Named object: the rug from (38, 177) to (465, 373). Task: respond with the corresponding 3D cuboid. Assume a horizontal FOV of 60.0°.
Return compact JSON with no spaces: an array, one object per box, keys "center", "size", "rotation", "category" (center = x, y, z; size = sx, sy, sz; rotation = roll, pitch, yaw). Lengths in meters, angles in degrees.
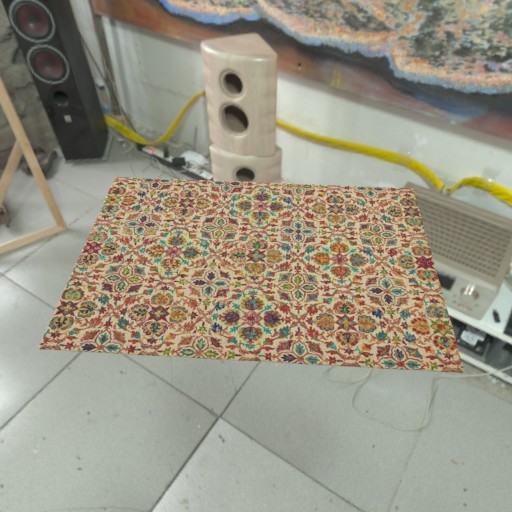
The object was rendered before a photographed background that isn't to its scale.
[{"center":[0.000,0.000,2.315],"size":[1.838,0.013,1.226],"rotation":[3,47,2],"category":"rug"}]
